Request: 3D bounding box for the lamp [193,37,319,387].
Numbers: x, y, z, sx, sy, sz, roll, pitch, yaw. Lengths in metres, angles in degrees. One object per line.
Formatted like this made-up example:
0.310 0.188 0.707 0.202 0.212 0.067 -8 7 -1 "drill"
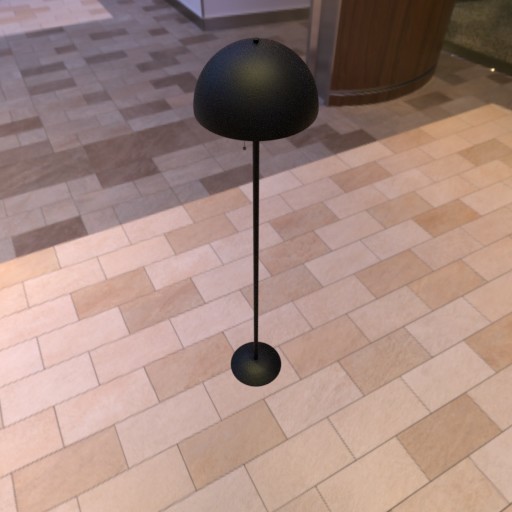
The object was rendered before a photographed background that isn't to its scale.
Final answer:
0.000 0.000 1.577 0.328 1.480 0.328 11 47 10 "lamp"
